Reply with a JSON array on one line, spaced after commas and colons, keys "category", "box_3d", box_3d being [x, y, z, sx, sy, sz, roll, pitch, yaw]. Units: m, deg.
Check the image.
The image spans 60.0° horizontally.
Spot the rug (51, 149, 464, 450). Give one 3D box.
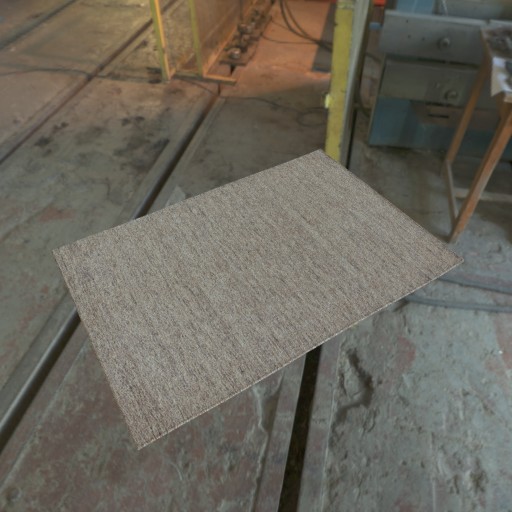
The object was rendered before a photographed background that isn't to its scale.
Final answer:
[{"category": "rug", "box_3d": [0.000, 0.000, 2.948, 2.283, 0.013, 1.547, -25, 51, -21]}]
